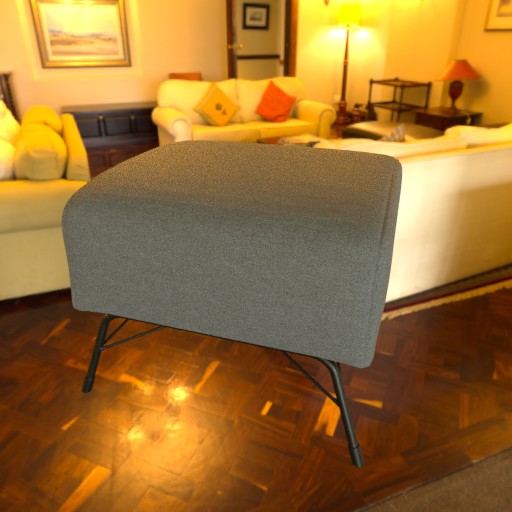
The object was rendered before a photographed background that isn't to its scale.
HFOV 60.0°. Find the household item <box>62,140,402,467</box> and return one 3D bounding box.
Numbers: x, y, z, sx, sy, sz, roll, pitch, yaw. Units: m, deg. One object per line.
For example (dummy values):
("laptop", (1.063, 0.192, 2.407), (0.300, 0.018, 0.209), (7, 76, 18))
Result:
("household item", (0.000, 0.000, 0.901), (0.530, 0.410, 0.530), (8, 28, 16))
